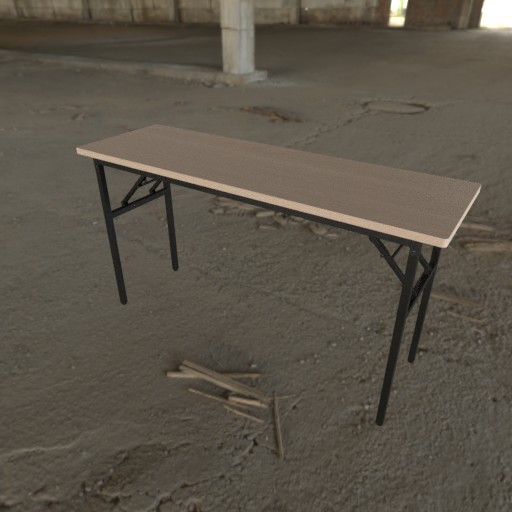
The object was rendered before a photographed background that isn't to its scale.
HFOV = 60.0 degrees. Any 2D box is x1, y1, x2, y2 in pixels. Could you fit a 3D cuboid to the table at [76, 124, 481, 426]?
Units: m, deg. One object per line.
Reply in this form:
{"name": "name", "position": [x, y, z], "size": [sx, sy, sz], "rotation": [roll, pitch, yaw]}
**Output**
{"name": "table", "position": [0.000, 0.000, 1.745], "size": [1.397, 0.750, 0.447], "rotation": [18, 35, 28]}
